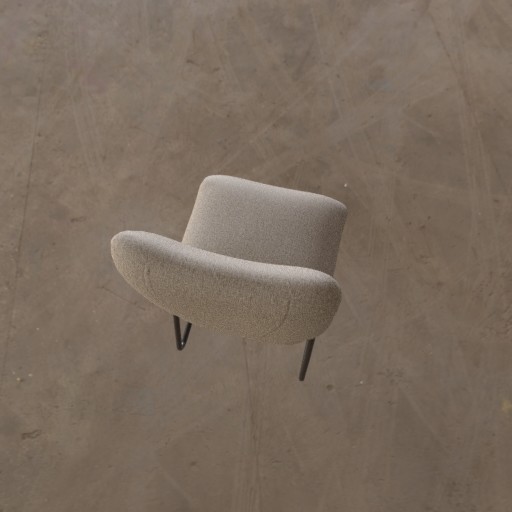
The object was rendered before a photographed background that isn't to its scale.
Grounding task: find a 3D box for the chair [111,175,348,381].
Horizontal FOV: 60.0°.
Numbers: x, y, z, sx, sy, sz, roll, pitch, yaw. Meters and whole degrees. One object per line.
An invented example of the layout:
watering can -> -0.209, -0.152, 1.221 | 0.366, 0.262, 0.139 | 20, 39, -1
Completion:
chair -> 0.000, 0.000, 1.197 | 0.448, 0.864, 0.560 | 13, 65, 6
